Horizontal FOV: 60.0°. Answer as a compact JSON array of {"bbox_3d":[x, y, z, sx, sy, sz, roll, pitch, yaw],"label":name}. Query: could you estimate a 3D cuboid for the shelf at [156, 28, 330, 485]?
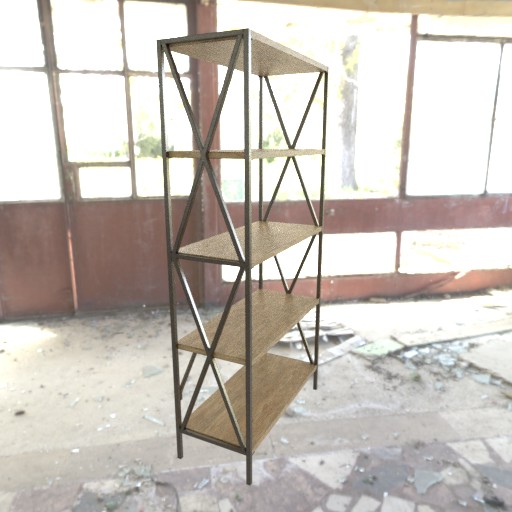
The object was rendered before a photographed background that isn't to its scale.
[{"bbox_3d":[0.000,0.000,2.153,0.386,1.803,0.874,7,16,26],"label":"shelf"}]
